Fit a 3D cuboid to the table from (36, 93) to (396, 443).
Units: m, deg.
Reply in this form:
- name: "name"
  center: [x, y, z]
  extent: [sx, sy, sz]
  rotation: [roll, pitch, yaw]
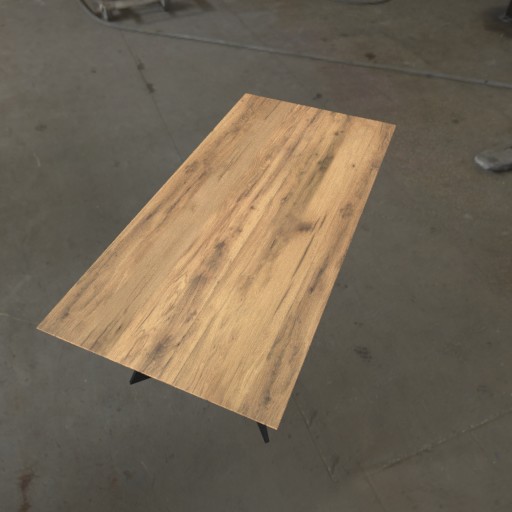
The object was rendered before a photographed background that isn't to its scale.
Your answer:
- name: "table"
  center: [0.000, 0.000, 2.489]
  extent: [1.000, 0.770, 2.000]
  rotation: [17, 50, 15]
